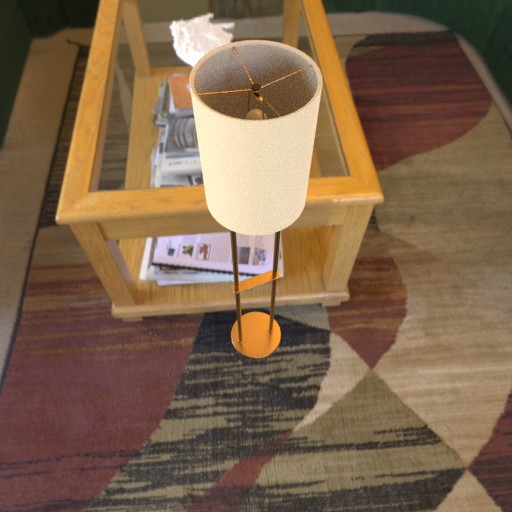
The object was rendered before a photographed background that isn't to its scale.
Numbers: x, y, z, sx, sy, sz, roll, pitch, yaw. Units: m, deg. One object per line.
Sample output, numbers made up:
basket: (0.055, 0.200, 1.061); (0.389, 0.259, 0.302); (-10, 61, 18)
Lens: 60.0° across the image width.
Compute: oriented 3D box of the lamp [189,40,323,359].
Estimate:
lamp: (0.000, 0.000, 1.647); (0.306, 1.500, 0.305); (-19, 59, -12)
